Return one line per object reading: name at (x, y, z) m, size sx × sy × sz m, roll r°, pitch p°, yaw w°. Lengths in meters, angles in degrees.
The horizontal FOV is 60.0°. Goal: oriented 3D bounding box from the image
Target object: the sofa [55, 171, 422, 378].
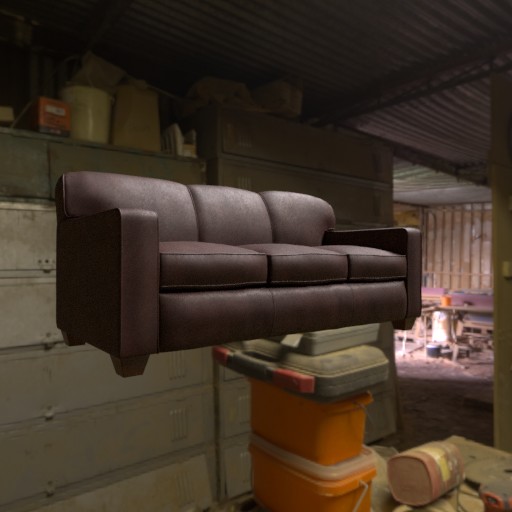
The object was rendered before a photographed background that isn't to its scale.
sofa at (0.000, 0.000, 2.630) m, size 2.039 × 0.953 × 1.008 m, roll 0°, pitch 0°, yaw -37°
